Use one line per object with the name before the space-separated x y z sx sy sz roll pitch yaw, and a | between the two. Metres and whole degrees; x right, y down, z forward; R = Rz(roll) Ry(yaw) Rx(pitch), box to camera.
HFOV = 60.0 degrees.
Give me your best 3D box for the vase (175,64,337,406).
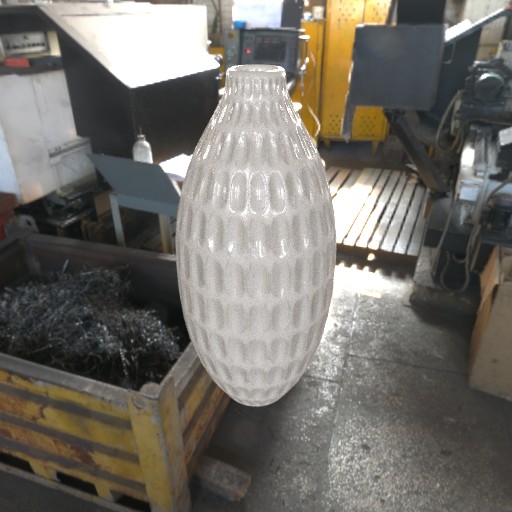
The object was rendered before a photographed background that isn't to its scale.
vase | 0.000 0.000 0.358 0.127 0.282 0.127 0 30 0
